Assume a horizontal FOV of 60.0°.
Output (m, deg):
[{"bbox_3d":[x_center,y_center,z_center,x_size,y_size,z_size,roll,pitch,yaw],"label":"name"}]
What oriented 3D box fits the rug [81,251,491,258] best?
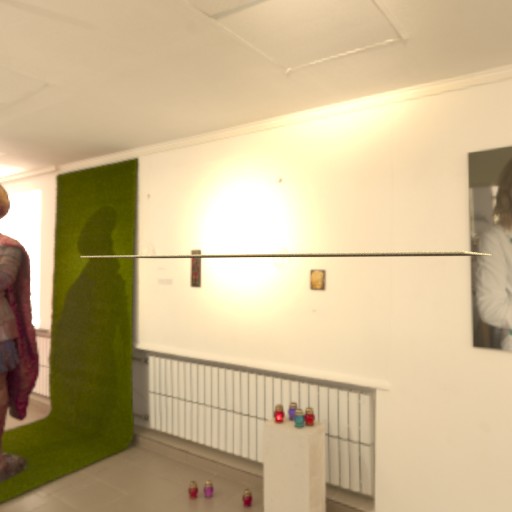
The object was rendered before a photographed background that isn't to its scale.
[{"bbox_3d":[0.000,0.000,2.672,2.435,0.009,0.750,-1,-1,35],"label":"rug"}]
